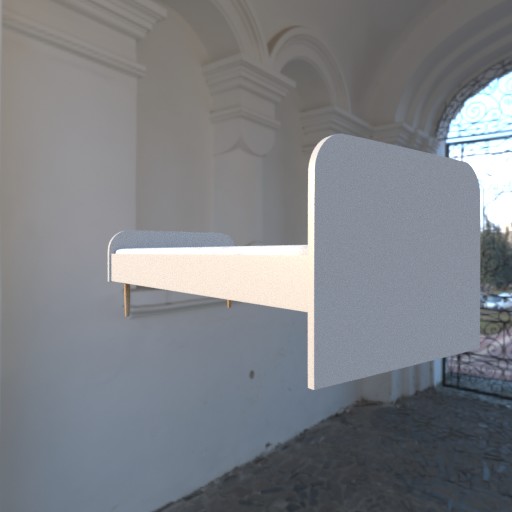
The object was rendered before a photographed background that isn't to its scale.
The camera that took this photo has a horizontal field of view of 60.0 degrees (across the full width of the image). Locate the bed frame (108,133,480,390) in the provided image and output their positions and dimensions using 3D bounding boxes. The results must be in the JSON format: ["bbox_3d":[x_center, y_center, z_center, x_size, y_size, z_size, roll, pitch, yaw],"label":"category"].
[{"bbox_3d":[0.000,0.000,2.438,0.998,0.805,1.963,0,1,-36],"label":"bed frame"}]
